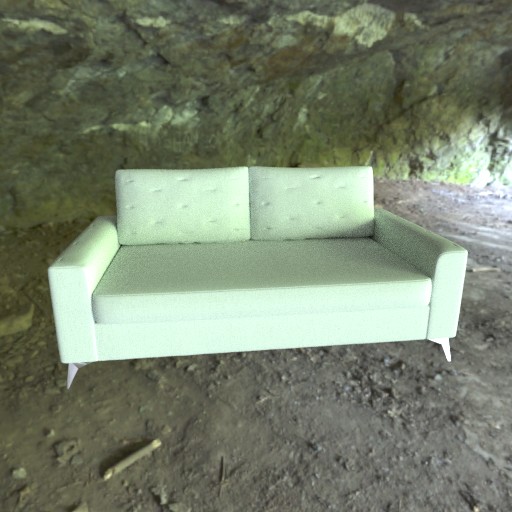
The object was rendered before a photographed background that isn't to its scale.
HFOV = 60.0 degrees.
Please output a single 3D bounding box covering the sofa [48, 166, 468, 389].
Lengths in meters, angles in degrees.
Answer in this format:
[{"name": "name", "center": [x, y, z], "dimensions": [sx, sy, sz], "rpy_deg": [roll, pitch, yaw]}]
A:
[{"name": "sofa", "center": [0.000, 0.000, 2.133], "dimensions": [1.650, 0.790, 0.920], "rpy_deg": [-2, 17, -7]}]
